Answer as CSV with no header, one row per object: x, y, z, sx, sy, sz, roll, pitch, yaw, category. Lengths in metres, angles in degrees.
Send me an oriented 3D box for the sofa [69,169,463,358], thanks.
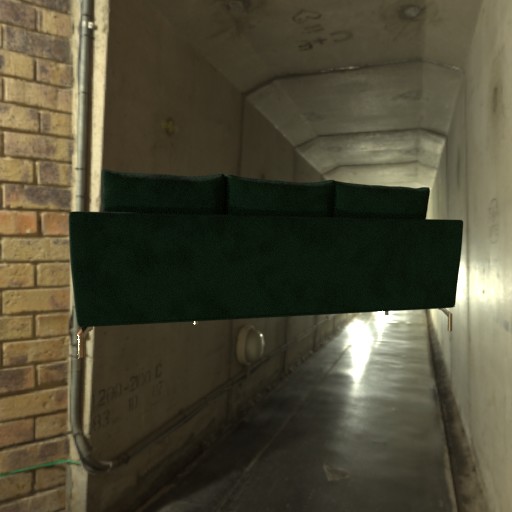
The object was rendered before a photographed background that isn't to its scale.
0.000,0.000,3.278,2.441,1.007,1.489,0,1,-18,sofa
